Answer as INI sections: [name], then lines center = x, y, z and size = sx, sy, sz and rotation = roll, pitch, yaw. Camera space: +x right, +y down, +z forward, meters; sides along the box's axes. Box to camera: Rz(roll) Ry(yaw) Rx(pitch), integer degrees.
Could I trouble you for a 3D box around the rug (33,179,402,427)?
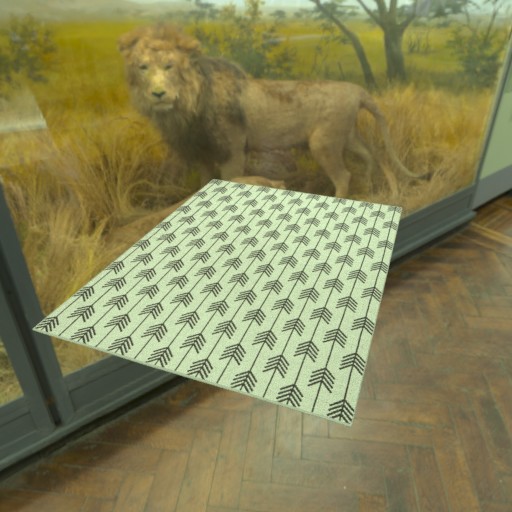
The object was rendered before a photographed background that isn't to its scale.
[rug]
center = 0.000, 0.000, 4.081
size = 2.330, 0.010, 3.061
rotation = 11, 34, 18
